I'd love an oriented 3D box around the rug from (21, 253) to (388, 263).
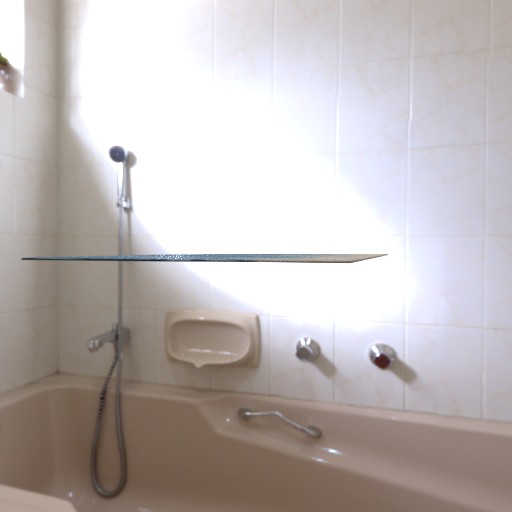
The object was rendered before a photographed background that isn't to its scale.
[{"bbox_3d":[0.000,0.000,2.305,1.232,0.009,1.836,0,1,20],"label":"rug"}]
